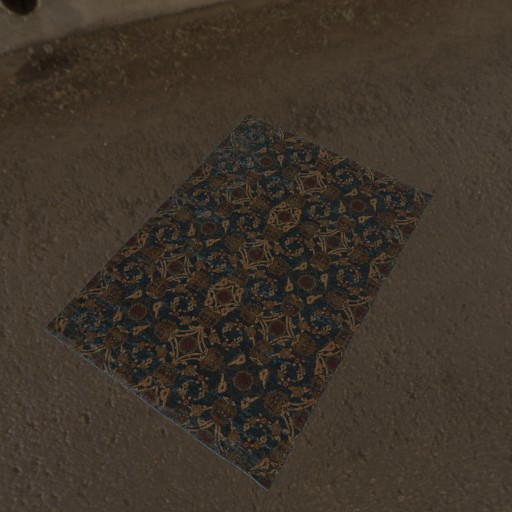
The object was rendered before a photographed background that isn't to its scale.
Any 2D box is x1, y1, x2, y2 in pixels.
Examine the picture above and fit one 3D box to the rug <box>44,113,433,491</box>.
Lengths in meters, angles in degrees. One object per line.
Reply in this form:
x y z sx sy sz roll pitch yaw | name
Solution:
0.000 0.000 4.293 2.337 0.013 3.291 29 63 16 | rug
